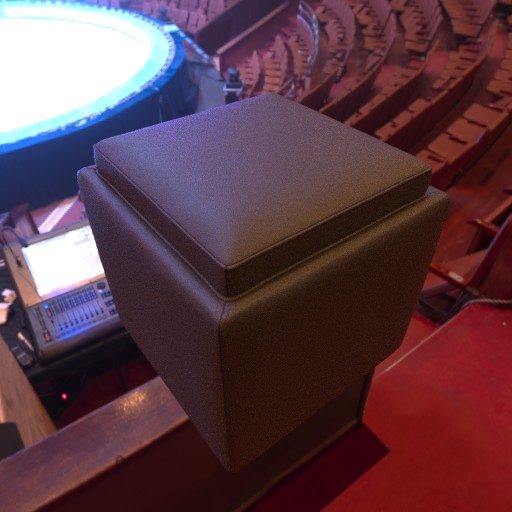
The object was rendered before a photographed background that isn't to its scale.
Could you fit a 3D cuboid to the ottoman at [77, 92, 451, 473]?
[{"bbox_3d":[0.000,0.000,0.815,0.450,0.460,0.451,-26,47,-28],"label":"ottoman"}]
